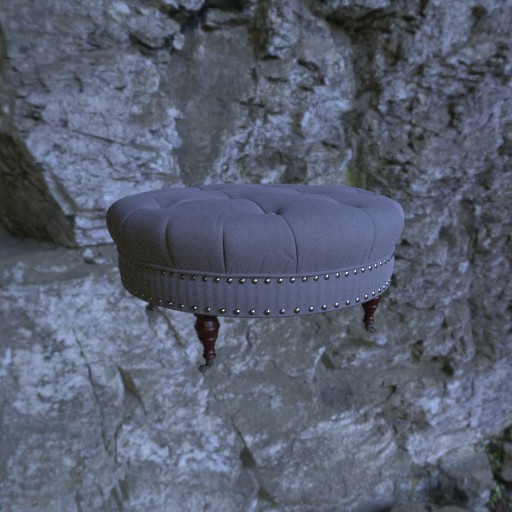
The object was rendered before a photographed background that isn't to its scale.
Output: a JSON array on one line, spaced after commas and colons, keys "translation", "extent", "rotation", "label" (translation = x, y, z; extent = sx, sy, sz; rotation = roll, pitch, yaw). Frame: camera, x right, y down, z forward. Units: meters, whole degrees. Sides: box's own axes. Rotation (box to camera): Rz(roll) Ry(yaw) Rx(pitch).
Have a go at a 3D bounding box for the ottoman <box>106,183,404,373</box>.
[{"translation": [0.000, 0.000, 1.435], "extent": [0.901, 0.439, 0.901], "rotation": [0, 14, 0], "label": "ottoman"}]
